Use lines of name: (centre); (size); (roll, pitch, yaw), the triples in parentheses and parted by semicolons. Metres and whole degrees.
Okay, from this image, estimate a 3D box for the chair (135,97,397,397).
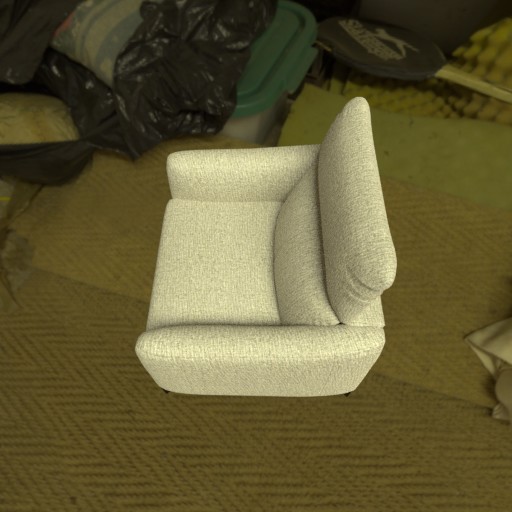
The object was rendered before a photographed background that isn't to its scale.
chair: (0.000, 0.000, 1.753); (0.835, 0.967, 0.972); (1, 58, 0)
